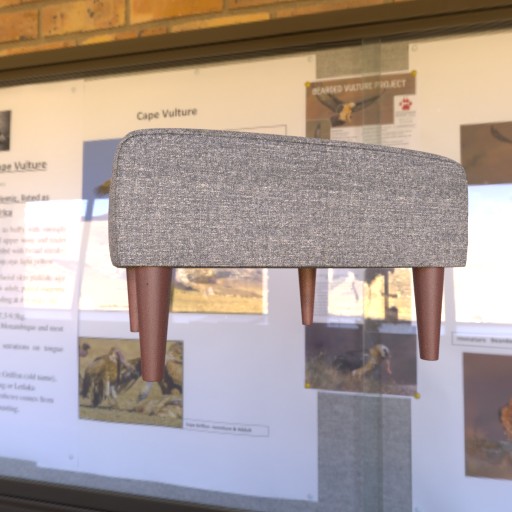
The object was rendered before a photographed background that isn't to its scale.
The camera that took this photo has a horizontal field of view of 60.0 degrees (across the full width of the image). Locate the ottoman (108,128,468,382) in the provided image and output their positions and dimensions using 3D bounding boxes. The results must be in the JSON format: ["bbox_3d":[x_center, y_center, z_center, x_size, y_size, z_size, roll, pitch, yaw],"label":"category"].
[{"bbox_3d":[0.000,0.000,1.023,0.648,0.399,0.655,1,-2,-18],"label":"ottoman"}]
